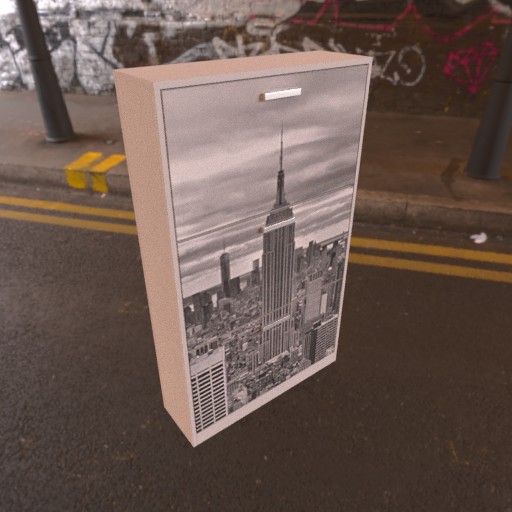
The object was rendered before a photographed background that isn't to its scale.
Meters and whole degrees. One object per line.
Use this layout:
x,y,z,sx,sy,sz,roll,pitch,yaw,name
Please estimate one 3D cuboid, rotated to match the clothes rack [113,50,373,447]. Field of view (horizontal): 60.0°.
0.000,0.000,1.591,0.750,1.280,0.250,-21,37,-31,clothes rack
